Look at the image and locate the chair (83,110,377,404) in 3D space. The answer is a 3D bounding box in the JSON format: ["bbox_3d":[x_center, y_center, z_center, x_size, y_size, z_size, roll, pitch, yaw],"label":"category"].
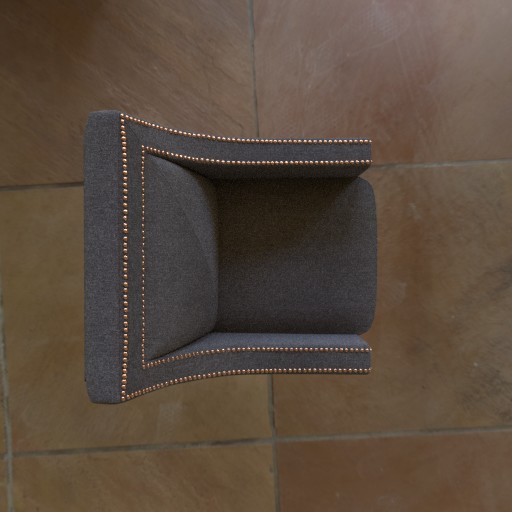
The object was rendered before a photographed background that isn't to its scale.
[{"bbox_3d":[0.000,0.000,1.610,0.884,0.967,0.776,0,91,0],"label":"chair"}]
